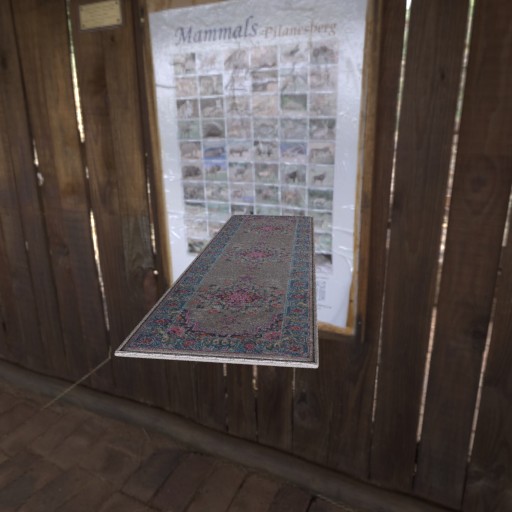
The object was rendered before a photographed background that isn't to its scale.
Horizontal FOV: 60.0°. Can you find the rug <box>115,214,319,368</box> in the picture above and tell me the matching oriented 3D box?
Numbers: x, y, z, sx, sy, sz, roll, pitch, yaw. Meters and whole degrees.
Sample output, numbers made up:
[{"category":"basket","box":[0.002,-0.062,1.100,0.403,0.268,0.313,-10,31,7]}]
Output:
[{"category":"rug","box":[0.000,0.000,2.486,0.659,0.019,2.297,2,17,6]}]
